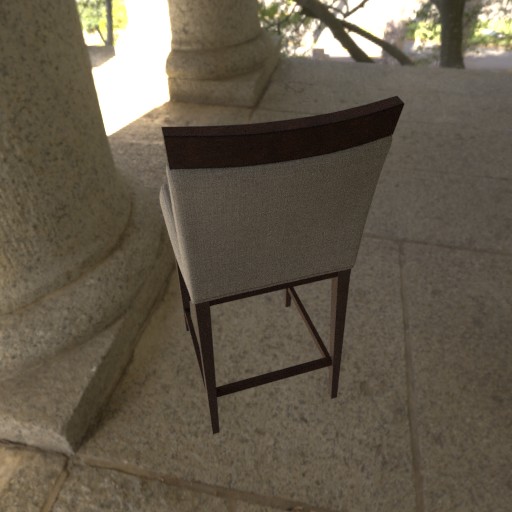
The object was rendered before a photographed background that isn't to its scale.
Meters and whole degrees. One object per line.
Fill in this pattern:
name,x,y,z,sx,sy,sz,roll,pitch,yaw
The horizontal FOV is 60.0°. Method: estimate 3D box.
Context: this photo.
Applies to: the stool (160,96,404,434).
stool,0.000,0.000,1.405,0.511,1.117,0.531,-12,42,-13
